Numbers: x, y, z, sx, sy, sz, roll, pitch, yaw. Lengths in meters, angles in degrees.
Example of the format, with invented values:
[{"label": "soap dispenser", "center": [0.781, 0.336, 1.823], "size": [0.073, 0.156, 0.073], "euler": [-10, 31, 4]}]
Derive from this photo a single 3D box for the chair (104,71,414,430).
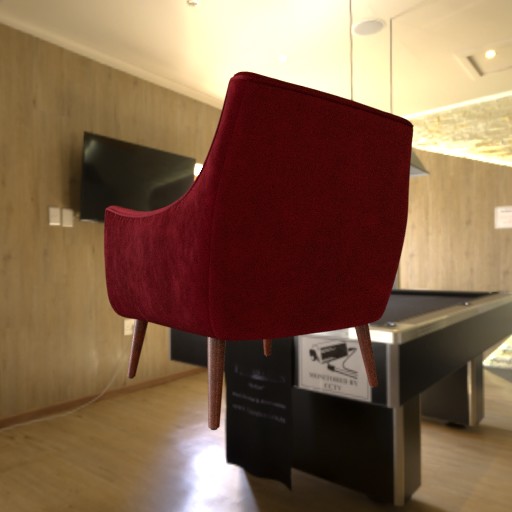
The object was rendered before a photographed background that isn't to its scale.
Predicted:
[{"label": "chair", "center": [0.000, 0.000, 1.431], "size": [0.762, 0.838, 0.787], "euler": [0, 0, -36]}]
